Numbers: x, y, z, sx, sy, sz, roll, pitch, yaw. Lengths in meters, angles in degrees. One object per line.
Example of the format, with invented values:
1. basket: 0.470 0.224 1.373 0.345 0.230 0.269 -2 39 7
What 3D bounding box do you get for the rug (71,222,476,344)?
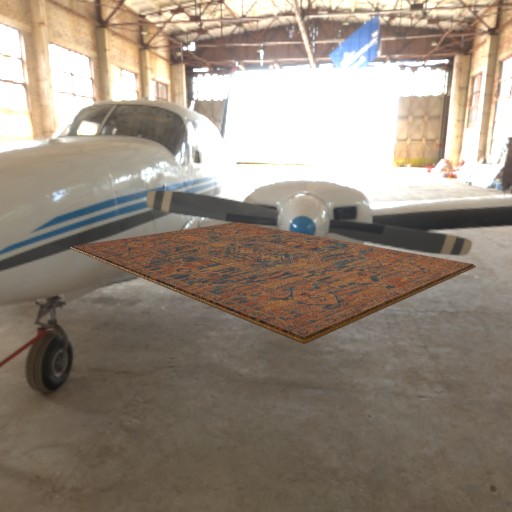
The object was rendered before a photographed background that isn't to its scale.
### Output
1. rug: 0.000 0.000 2.929 1.588 0.024 2.204 -13 18 -42
